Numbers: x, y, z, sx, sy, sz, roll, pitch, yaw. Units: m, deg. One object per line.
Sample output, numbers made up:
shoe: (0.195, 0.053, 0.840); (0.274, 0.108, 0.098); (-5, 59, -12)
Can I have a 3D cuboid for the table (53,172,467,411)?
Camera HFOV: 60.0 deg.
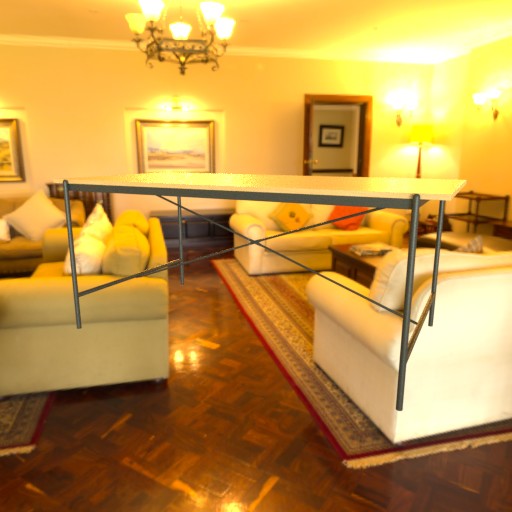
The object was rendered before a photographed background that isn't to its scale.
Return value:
table: (0.000, 0.000, 2.220); (1.800, 0.758, 0.900); (7, 15, 27)
